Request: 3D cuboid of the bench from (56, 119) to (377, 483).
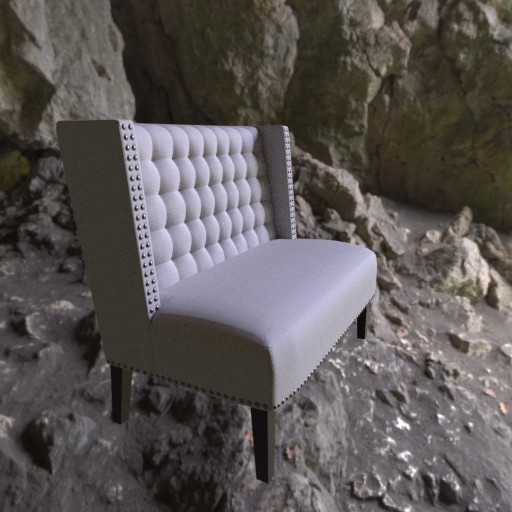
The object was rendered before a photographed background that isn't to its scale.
[{"bbox_3d":[0.000,0.000,1.954,0.847,1.123,1.280,8,17,27],"label":"bench"}]
